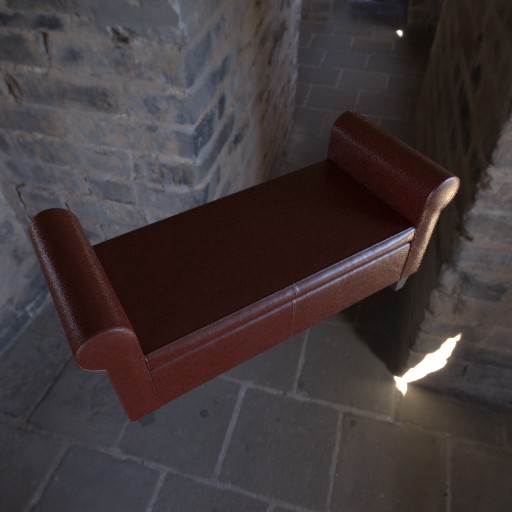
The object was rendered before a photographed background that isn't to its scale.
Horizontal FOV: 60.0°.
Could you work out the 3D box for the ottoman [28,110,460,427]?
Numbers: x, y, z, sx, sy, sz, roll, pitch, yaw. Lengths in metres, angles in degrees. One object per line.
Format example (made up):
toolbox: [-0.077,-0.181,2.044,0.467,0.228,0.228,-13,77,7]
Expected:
ottoman: [0.000,0.000,1.526,1.256,0.547,0.521,-24,50,-21]
